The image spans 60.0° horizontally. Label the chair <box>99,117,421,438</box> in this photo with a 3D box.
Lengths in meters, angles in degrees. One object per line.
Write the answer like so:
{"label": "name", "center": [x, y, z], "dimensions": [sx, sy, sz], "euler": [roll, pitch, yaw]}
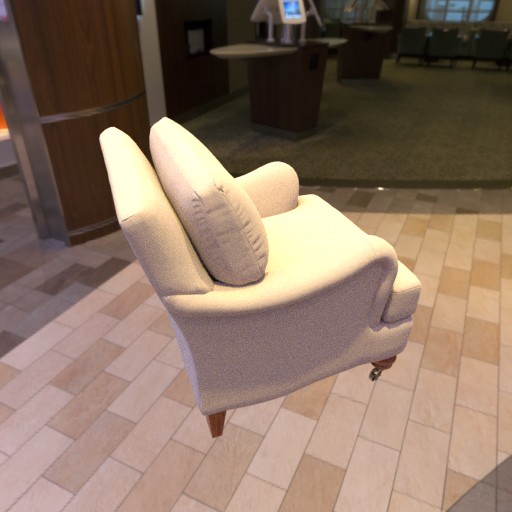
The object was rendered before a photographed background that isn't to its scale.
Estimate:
{"label": "chair", "center": [0.000, 0.000, 1.877], "dimensions": [1.070, 1.038, 0.955], "euler": [-11, 33, -17]}
